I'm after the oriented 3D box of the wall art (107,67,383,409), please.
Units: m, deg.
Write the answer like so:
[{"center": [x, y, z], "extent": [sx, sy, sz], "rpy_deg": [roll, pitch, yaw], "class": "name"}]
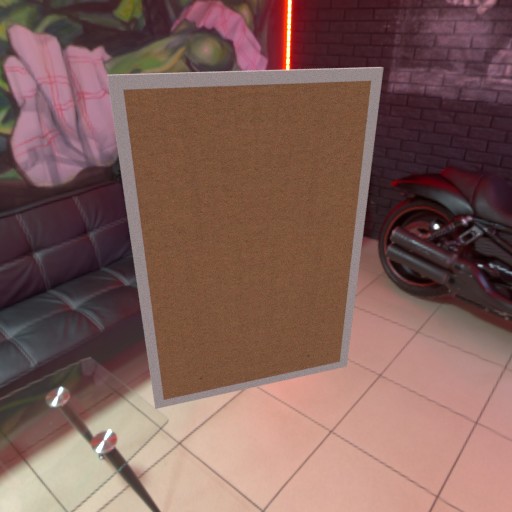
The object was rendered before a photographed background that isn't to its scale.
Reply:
[{"center": [0.000, 0.000, 1.248], "extent": [0.660, 0.965, 0.015], "rpy_deg": [-8, 29, -15], "class": "wall art"}]
